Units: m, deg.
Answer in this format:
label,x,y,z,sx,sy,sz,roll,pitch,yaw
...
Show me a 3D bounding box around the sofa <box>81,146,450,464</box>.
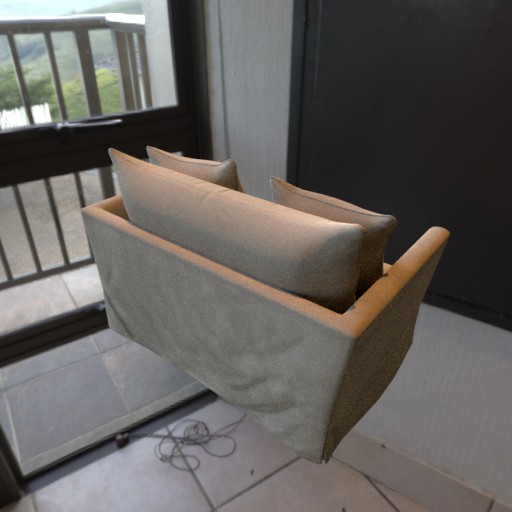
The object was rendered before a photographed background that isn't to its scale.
label,x,y,z,sx,sy,sz,roll,pitch,yaw
sofa,0.000,0.000,2.322,1.608,1.040,1.035,22,37,32
